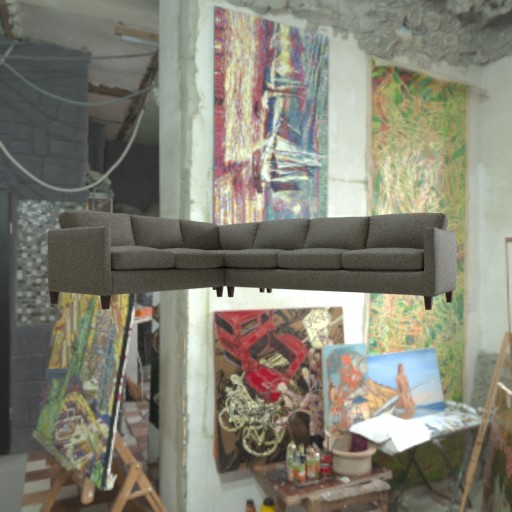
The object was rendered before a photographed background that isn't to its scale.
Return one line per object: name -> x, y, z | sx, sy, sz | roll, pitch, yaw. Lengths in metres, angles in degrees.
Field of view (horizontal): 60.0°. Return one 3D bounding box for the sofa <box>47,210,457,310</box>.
sofa -> 0.000, 0.000, 4.456 | 3.302, 0.947, 2.593 | 0, -1, 35
